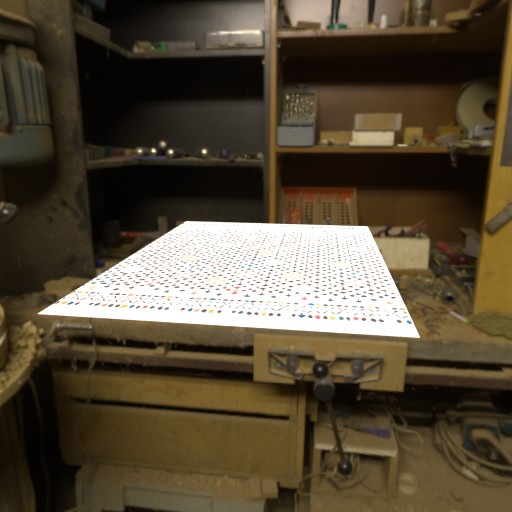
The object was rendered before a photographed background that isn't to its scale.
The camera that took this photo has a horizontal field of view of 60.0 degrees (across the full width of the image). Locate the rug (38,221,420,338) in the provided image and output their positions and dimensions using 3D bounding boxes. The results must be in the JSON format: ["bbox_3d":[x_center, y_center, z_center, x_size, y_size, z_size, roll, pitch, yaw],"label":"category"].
[{"bbox_3d":[0.000,0.000,4.199,2.354,0.007,3.196,2,15,8],"label":"rug"}]
